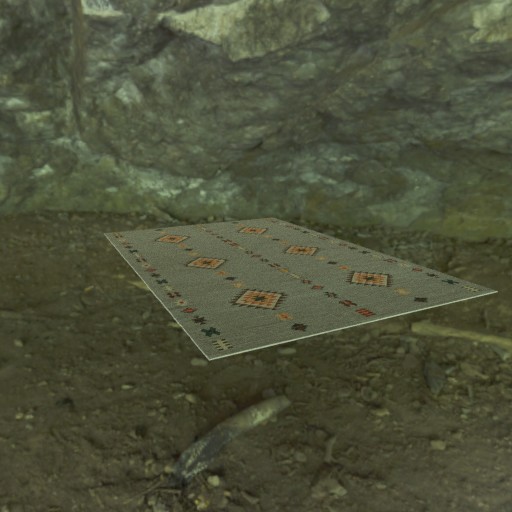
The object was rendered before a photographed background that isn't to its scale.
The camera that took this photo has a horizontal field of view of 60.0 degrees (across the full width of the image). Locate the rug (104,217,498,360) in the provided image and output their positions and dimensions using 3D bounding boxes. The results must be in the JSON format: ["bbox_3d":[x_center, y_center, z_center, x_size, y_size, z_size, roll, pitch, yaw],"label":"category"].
[{"bbox_3d":[0.000,0.000,2.265,1.217,0.005,1.818,-8,17,-26],"label":"rug"}]
